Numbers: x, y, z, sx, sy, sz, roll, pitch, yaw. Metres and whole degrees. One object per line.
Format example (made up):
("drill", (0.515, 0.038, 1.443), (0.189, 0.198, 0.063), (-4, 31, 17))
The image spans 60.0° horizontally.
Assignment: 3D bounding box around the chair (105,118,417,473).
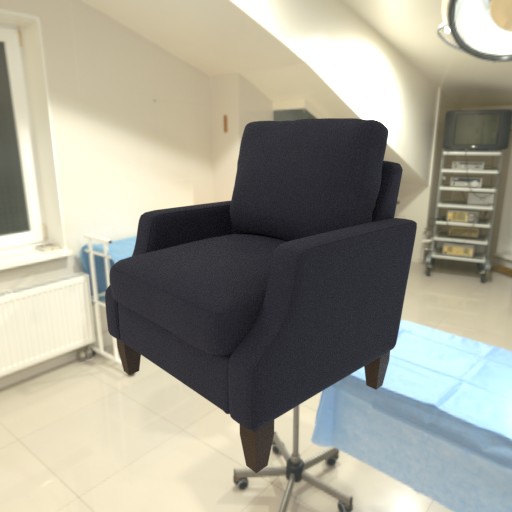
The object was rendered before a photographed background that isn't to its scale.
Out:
("chair", (0.000, 0.000, 1.656), (0.897, 0.991, 0.855), (-14, 20, -42))
